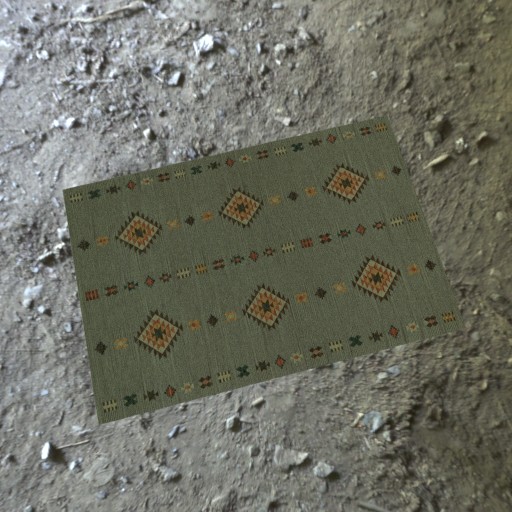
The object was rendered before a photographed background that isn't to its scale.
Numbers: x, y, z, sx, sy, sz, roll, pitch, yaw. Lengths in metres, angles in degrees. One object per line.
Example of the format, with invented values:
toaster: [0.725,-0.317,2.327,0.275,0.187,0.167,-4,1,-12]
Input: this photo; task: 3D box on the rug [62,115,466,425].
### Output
rug: [0.000,0.000,2.267,1.818,0.005,1.217,-14,76,-4]
